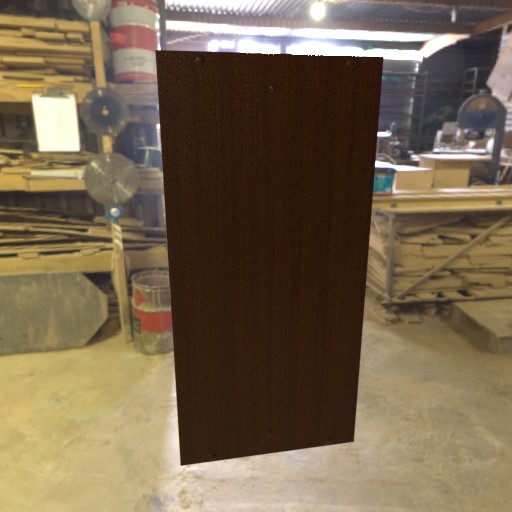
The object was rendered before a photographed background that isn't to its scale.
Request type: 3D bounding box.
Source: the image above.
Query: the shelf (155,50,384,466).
[{"bbox_3d":[0.000,0.000,0.754,0.290,0.600,0.253,-3,17,-10],"label":"shelf"}]
